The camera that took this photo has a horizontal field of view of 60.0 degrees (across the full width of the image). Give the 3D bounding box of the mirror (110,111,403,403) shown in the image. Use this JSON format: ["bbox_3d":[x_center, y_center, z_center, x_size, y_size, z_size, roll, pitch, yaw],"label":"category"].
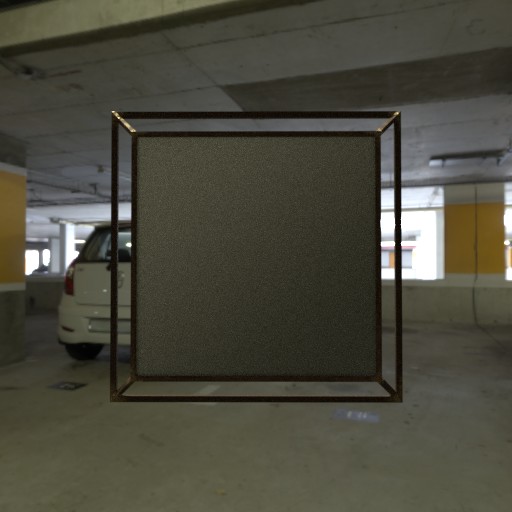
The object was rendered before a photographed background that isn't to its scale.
[{"bbox_3d":[0.000,0.000,0.922,0.610,0.610,0.032,0,-1,0],"label":"mirror"}]
